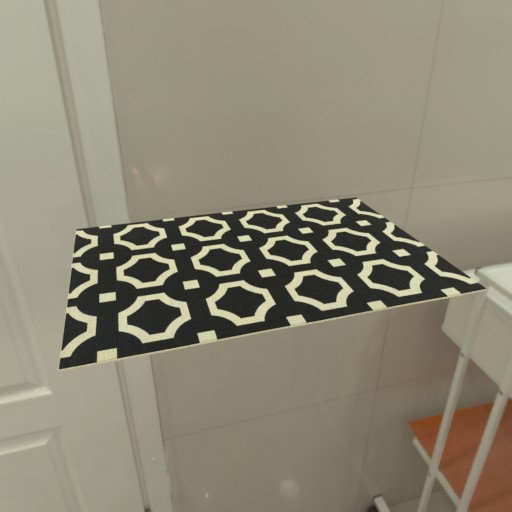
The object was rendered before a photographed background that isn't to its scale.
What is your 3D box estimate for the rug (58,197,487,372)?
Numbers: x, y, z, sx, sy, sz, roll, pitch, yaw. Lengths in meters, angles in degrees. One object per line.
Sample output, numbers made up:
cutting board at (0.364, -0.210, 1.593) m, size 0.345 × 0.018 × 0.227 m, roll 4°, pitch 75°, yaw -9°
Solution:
rug at (0.000, 0.000, 2.887) m, size 2.286 × 0.016 × 1.555 m, roll -8°, pitch 29°, yaw -15°
